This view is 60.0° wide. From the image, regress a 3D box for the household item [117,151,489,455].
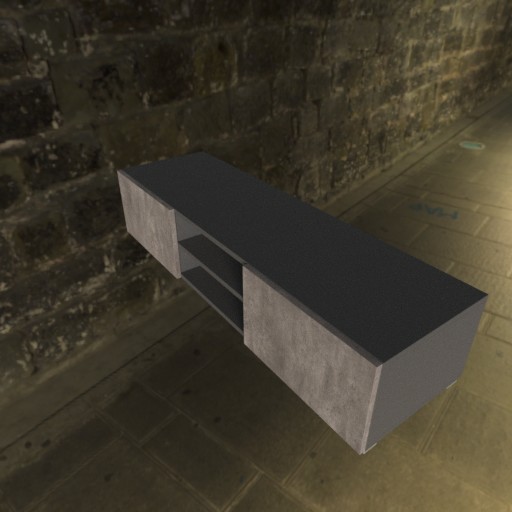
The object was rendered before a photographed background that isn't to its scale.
[{"bbox_3d":[0.000,0.000,1.567,0.420,0.310,1.400,-21,37,-30],"label":"household item"}]
